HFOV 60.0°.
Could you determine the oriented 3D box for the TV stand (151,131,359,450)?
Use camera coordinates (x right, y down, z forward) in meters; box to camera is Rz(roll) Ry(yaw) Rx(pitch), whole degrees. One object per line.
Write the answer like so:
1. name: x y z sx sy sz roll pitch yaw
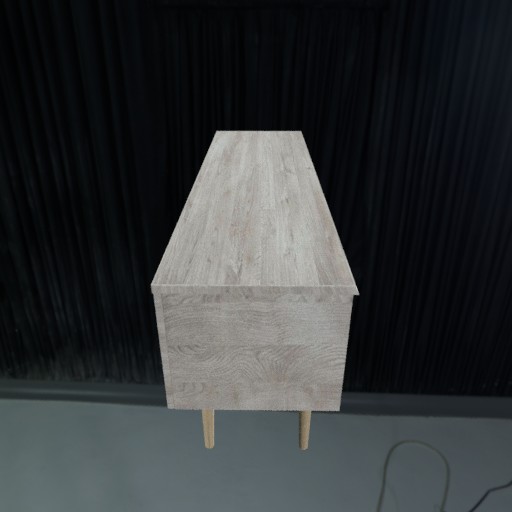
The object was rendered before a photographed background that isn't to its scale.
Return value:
1. TV stand: 0.000 0.000 1.521 0.401 0.565 1.313 0 28 1
